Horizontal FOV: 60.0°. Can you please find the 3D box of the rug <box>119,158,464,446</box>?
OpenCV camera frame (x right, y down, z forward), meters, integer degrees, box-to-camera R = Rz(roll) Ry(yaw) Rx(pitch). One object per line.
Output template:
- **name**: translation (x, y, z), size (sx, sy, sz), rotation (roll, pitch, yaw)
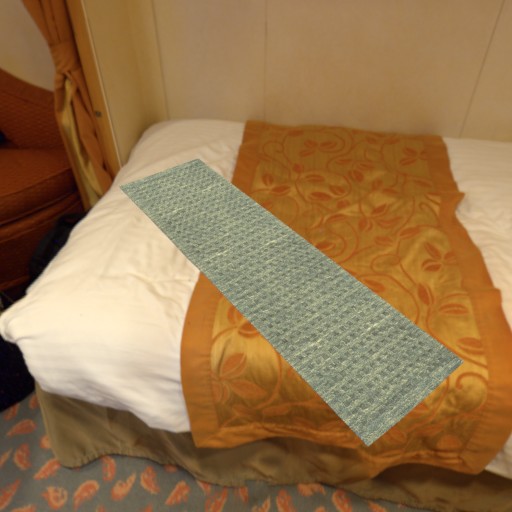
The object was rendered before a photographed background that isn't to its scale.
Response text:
- **rug**: translation (0.000, 0.000, 2.704), size (0.688, 0.008, 2.443), rotation (-27, 48, -27)
